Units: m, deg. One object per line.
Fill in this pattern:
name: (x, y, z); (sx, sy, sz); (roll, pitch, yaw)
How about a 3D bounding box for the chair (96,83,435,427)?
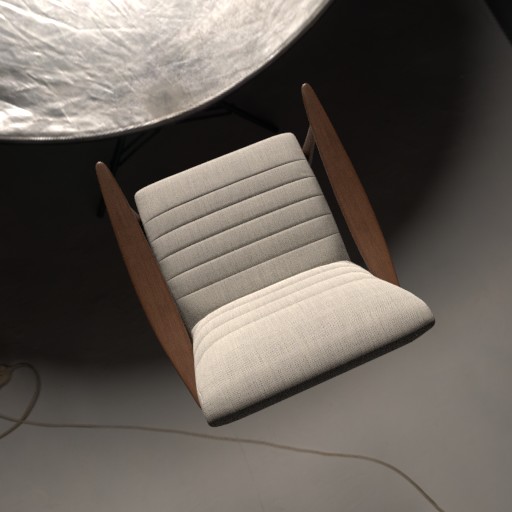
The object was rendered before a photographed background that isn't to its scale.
chair: (0.000, 0.000, 1.423); (0.741, 0.832, 0.798); (-23, 78, -5)
